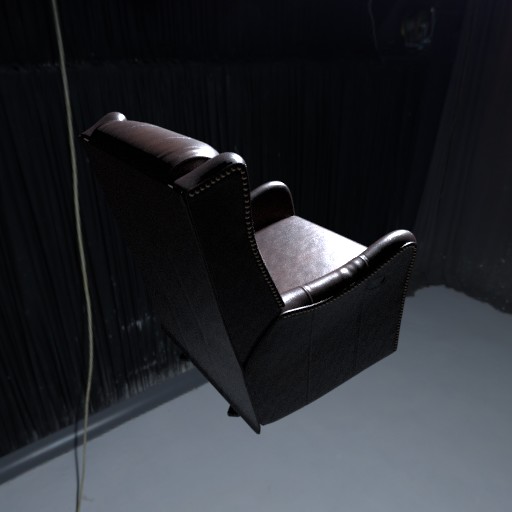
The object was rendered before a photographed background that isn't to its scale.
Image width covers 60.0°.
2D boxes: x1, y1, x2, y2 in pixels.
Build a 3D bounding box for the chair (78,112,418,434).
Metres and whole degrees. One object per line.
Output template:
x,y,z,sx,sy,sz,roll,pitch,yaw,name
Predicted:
0.000,0.000,1.786,1.008,1.084,0.869,-18,32,-32,chair
